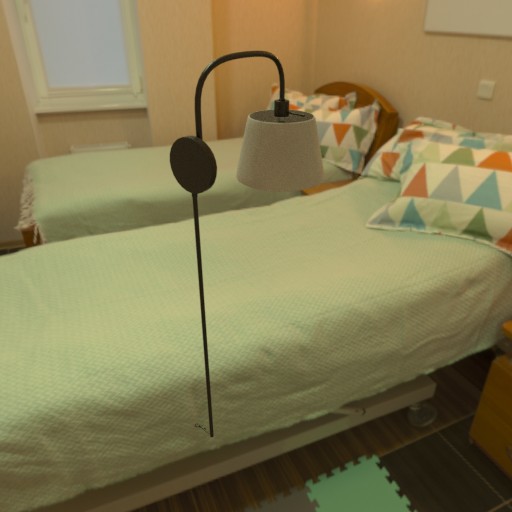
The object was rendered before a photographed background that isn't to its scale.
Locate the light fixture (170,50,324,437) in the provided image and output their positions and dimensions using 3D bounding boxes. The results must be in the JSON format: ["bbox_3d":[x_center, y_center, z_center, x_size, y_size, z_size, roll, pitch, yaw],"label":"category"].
[{"bbox_3d":[0.000,0.000,0.473,0.092,0.399,0.176,20,35,31],"label":"light fixture"}]
